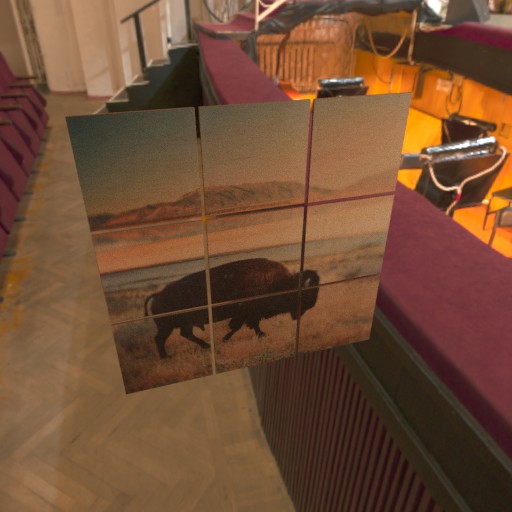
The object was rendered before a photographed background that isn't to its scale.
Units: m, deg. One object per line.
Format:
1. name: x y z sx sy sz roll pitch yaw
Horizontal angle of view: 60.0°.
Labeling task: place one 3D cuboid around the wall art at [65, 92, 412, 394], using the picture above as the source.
1. wall art: 0.000 0.000 2.293 1.533 1.532 0.019 -9 32 -15
